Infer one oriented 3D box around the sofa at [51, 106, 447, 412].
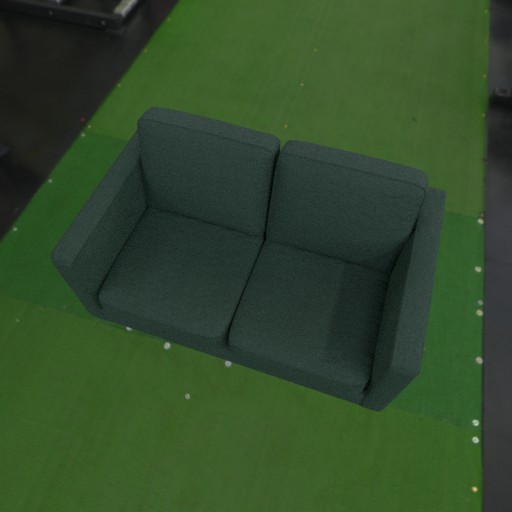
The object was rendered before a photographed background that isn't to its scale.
[{"bbox_3d":[0.000,0.000,1.991,1.430,0.899,0.879,16,59,10],"label":"sofa"}]
